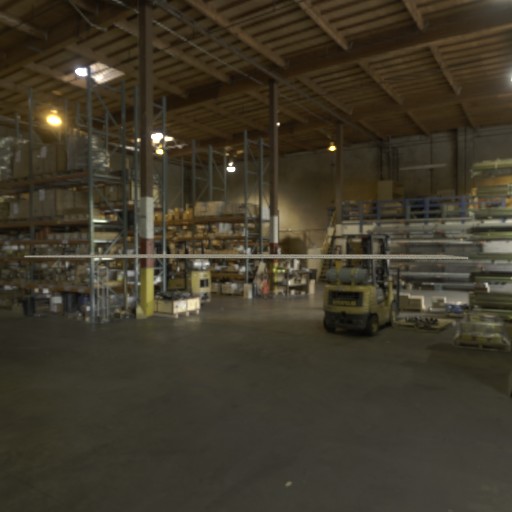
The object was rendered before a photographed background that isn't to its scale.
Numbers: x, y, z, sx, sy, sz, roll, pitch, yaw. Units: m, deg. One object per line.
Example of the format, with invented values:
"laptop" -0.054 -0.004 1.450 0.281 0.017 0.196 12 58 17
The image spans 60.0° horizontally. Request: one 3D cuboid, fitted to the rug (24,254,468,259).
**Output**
"rug" 0.000 0.000 2.992 2.438 0.012 1.524 0 1 20
